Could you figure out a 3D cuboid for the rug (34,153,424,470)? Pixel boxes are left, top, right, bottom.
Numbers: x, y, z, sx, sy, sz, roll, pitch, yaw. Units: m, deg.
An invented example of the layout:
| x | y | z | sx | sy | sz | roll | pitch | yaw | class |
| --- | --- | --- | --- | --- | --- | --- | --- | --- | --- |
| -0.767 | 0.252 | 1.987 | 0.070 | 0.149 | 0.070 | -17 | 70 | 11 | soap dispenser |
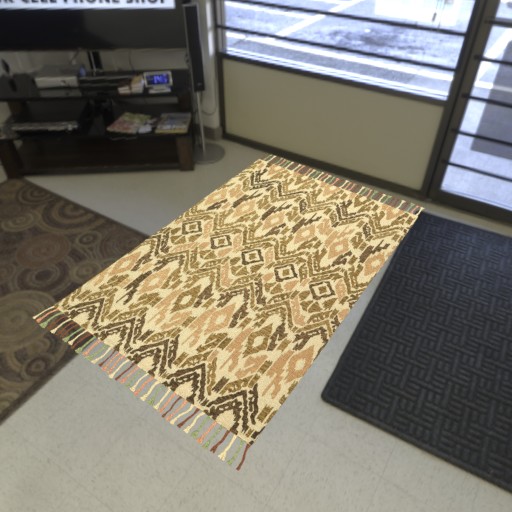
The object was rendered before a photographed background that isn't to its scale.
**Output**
| x | y | z | sx | sy | sz | roll | pitch | yaw | class |
| --- | --- | --- | --- | --- | --- | --- | --- | --- | --- |
| 0.000 | 0.000 | 3.020 | 1.524 | 0.008 | 2.438 | 25 | 48 | 26 | rug |
